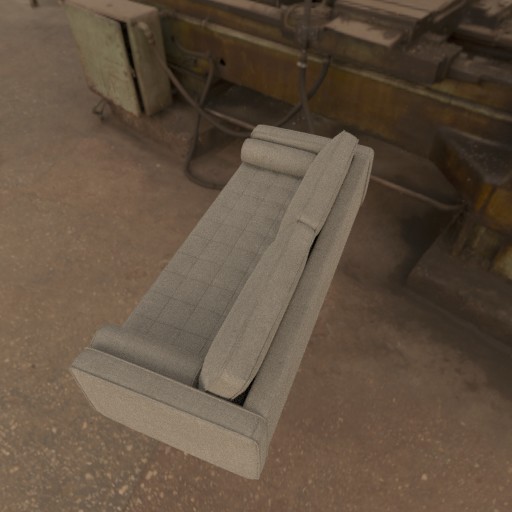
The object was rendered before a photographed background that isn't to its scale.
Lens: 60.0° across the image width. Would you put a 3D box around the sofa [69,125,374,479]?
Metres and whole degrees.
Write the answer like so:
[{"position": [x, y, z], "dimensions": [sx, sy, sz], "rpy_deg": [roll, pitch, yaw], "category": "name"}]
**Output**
[{"position": [0.000, 0.000, 2.634], "dimensions": [0.914, 0.762, 2.211], "rpy_deg": [16, 49, 15], "category": "sofa"}]
